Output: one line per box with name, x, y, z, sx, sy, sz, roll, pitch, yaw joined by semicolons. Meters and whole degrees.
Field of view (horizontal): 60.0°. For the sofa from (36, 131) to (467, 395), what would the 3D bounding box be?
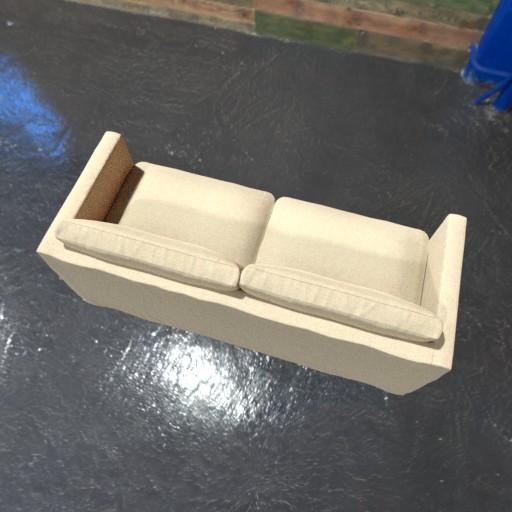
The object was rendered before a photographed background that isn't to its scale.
sofa;0.000;0.000;2.764;2.312;0.853;0.962;15;64;7
